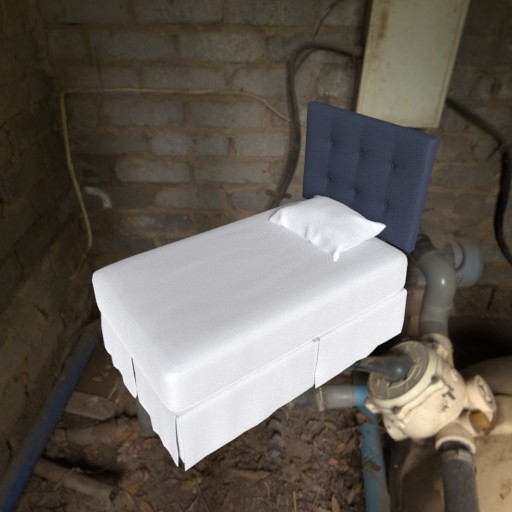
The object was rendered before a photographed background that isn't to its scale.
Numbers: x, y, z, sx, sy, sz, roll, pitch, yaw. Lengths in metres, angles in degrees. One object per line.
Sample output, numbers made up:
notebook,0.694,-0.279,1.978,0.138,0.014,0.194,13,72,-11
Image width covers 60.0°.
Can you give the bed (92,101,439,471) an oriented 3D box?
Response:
bed,0.000,0.000,3.021,1.997,1.571,1.261,-22,39,-30
